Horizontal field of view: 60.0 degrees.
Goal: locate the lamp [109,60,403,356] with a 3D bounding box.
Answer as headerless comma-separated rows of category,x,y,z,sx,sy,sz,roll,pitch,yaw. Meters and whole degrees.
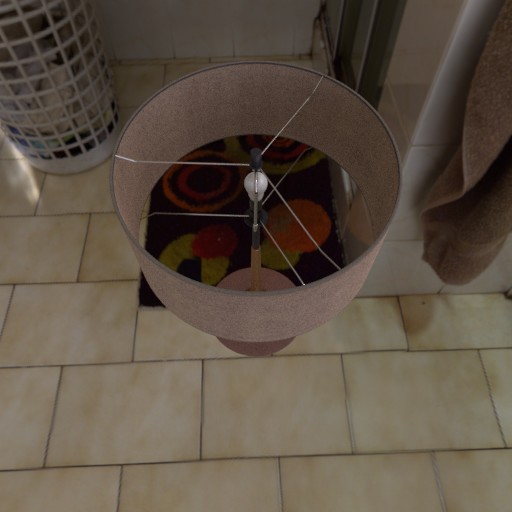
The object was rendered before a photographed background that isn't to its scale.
lamp,0.000,0.000,0.834,0.396,0.551,0.417,0,59,0
